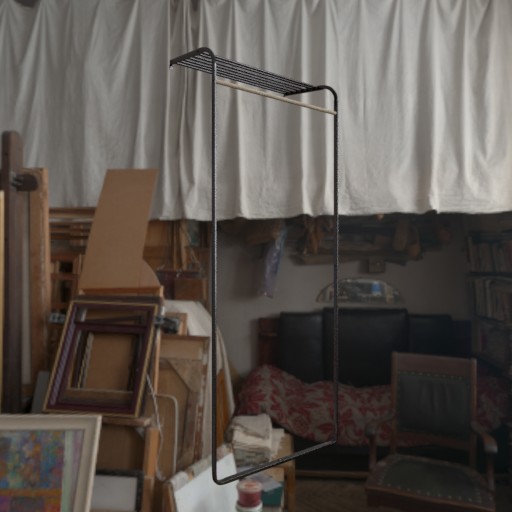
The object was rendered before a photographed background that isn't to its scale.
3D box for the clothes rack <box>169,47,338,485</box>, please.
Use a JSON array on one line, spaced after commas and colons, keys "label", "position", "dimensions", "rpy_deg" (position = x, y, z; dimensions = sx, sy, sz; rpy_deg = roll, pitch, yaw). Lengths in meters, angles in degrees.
[{"label": "clothes rack", "position": [0.000, 0.000, 1.819], "dimensions": [0.609, 1.574, 0.349], "rpy_deg": [0, 0, -36]}]
